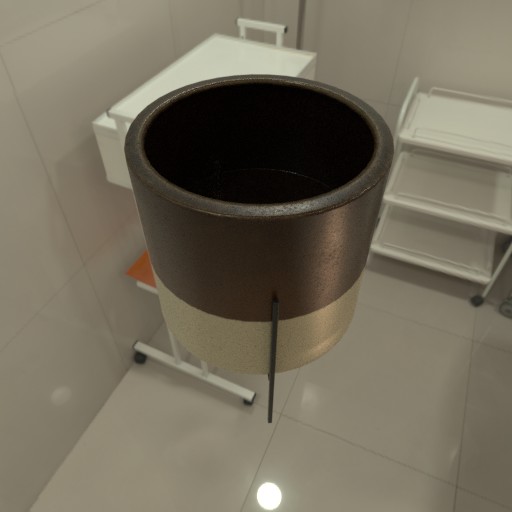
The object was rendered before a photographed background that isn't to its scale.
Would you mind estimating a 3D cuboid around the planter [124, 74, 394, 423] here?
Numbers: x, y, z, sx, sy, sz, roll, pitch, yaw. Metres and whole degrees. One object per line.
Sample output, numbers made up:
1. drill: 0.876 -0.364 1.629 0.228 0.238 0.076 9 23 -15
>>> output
1. planter: 0.000 0.000 0.736 0.354 0.465 0.345 17 48 16
